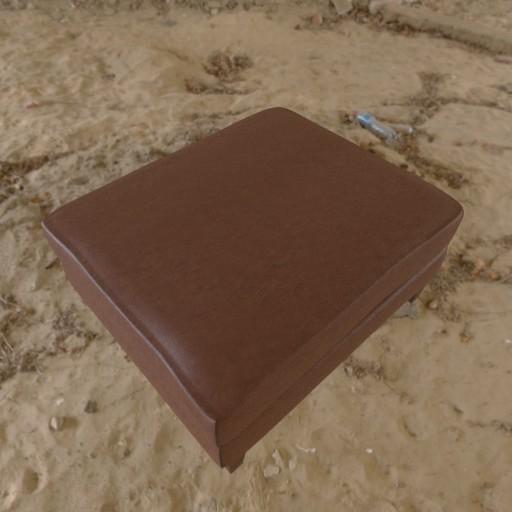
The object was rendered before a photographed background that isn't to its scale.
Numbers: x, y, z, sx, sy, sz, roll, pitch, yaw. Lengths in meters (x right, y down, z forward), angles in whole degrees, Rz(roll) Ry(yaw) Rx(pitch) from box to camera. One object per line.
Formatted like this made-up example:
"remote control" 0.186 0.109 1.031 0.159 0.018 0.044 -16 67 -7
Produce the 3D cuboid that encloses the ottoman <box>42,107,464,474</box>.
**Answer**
"ottoman" 0.000 0.000 1.428 0.987 0.472 0.836 -34 56 -27
